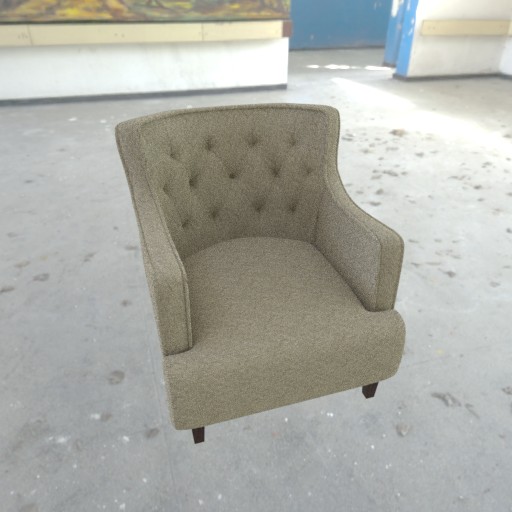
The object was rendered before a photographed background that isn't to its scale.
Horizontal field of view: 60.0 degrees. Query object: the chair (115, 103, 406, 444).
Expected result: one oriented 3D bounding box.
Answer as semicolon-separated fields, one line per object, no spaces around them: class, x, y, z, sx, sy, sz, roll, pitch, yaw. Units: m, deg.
chair;0.000;0.000;1.649;0.820;0.920;0.910;-9;32;-15
